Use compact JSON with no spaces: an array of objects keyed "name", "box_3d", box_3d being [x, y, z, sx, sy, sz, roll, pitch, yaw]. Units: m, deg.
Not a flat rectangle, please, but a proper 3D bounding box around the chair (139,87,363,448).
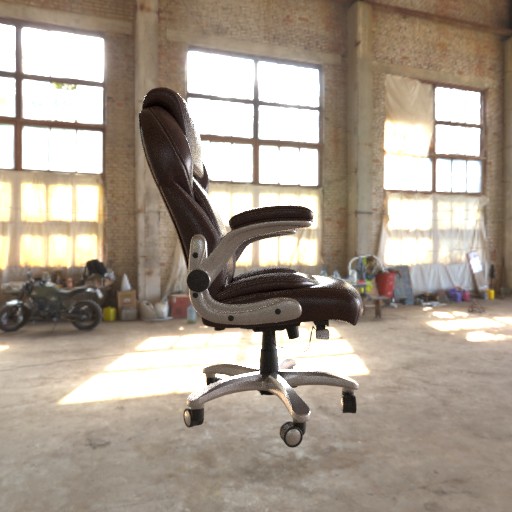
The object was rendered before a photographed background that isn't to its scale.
[{"name":"chair","box_3d":[0.000,0.000,1.675,0.774,1.160,0.733,0,1,1]}]
